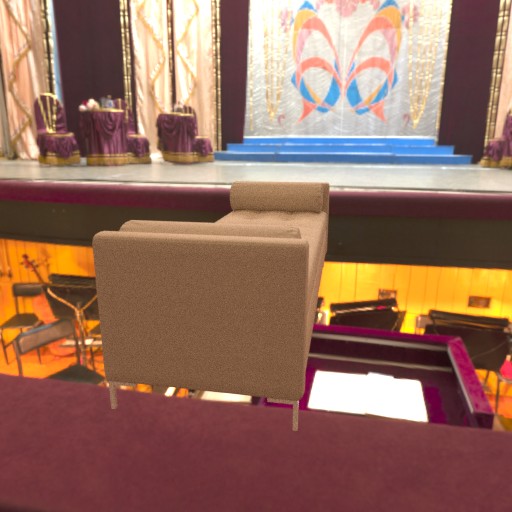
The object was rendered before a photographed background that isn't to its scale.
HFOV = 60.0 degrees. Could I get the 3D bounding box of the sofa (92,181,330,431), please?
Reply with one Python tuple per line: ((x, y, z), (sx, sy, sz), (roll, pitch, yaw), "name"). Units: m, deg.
((0.000, 0.000, 2.344), (0.686, 0.635, 1.981), (3, 15, 11), "sofa")
